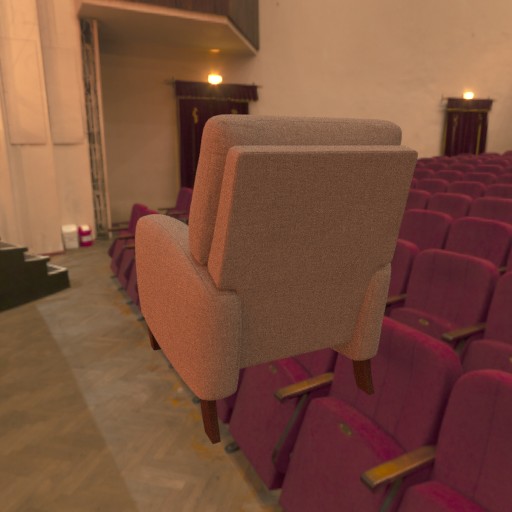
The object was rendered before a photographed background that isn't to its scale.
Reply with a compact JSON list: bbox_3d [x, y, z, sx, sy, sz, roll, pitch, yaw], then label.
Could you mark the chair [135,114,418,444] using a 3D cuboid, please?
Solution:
[{"bbox_3d":[0.000,0.000,1.713,0.762,0.990,0.990,-7,16,-26],"label":"chair"}]
